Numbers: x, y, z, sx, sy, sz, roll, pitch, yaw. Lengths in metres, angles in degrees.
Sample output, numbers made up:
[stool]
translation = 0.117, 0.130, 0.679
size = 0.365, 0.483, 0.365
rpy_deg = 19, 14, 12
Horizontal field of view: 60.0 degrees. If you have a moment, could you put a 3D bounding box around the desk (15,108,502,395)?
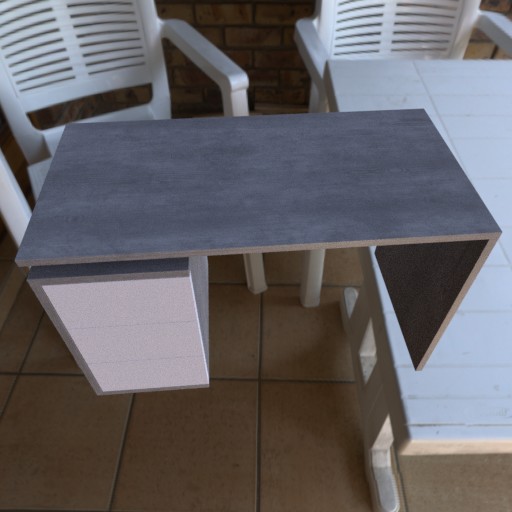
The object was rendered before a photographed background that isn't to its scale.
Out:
[desk]
translation = 0.000, 0.000, 1.560
size = 1.200, 0.740, 0.600
rpy_deg = -3, 48, -3
